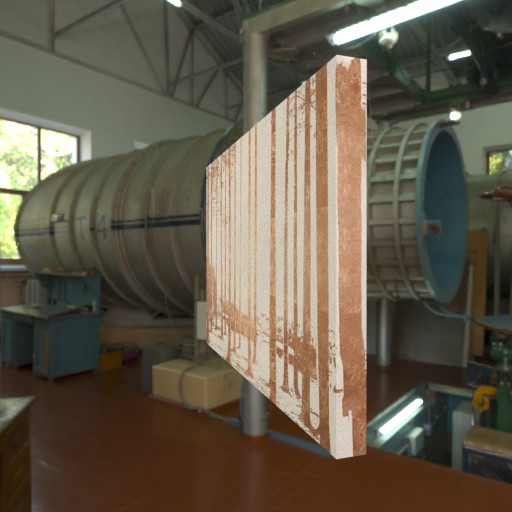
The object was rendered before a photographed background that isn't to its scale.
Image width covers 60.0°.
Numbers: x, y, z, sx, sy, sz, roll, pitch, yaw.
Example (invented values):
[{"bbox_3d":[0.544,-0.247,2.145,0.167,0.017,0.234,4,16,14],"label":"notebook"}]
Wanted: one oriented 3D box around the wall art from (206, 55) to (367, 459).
[{"bbox_3d":[0.000,0.000,0.738,0.035,0.405,0.609,0,0,-19],"label":"wall art"}]
